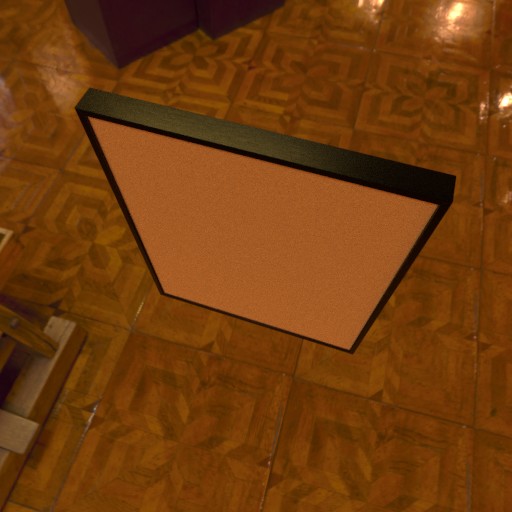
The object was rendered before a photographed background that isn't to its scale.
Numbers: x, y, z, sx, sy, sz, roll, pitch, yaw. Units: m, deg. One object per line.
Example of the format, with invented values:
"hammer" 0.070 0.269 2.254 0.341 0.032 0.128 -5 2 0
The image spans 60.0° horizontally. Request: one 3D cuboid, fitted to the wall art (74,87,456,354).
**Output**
"wall art" 0.000 0.000 0.753 0.451 0.553 0.039 16 62 9
